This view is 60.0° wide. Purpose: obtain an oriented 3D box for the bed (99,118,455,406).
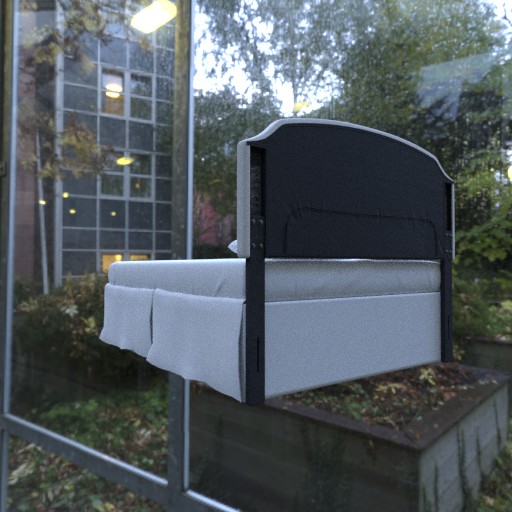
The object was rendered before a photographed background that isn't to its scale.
[{"bbox_3d":[0.000,0.000,3.034,1.558,1.270,1.999,1,-1,-35],"label":"bed"}]
